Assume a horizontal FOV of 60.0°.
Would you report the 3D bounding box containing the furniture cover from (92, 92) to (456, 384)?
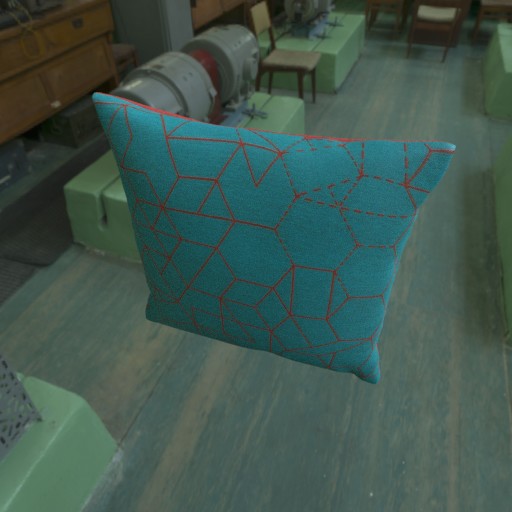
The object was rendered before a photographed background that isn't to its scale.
[{"bbox_3d":[0.000,0.000,0.768,0.517,0.508,0.158,12,42,14],"label":"furniture cover"}]
